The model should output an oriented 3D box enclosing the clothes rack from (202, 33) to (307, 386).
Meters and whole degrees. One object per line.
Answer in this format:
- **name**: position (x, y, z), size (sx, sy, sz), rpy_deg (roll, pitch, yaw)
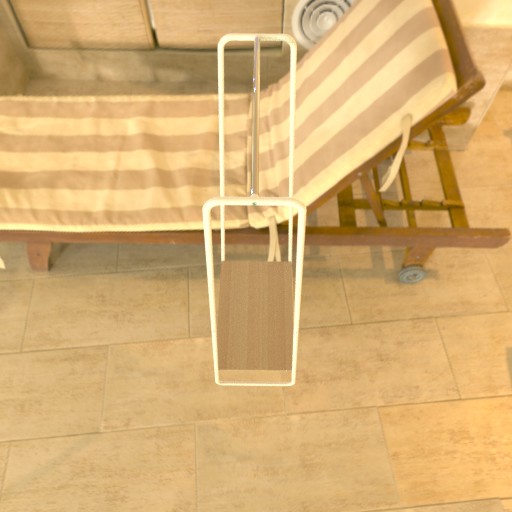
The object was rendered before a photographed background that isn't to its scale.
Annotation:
- **clothes rack**: position (0.000, 0.000, 1.788), size (0.400, 1.500, 0.640), rpy_deg (1, 59, 0)
